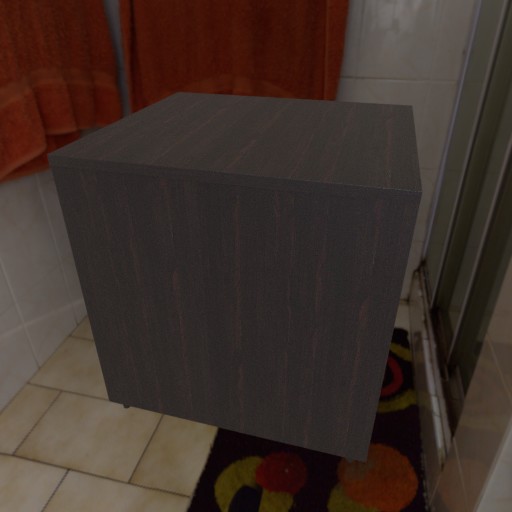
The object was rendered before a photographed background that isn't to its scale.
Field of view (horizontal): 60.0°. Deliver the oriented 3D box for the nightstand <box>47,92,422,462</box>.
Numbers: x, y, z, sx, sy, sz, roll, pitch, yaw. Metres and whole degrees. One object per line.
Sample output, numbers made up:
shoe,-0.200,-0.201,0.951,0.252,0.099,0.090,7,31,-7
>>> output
nightstand,0.000,0.000,0.787,0.461,0.460,0.400,8,32,13
